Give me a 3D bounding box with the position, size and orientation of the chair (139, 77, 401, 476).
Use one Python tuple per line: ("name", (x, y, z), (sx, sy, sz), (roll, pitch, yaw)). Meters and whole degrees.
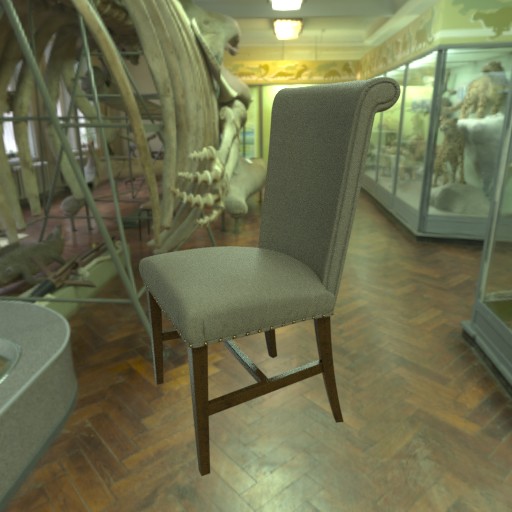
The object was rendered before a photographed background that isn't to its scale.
("chair", (0.000, 0.000, 1.334), (0.608, 0.988, 0.513), (-8, 19, -25))
